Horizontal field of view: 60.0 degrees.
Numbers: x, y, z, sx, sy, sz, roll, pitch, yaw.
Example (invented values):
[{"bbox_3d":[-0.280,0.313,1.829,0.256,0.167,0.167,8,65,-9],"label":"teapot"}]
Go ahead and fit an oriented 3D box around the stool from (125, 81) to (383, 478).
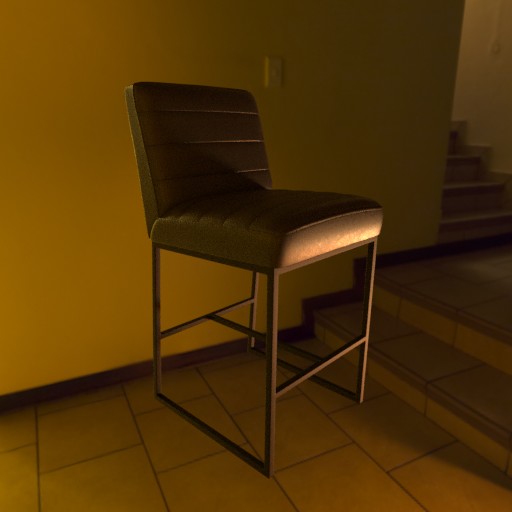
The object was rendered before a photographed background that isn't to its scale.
[{"bbox_3d":[0.000,0.000,1.264,0.552,0.938,0.457,15,22,41],"label":"stool"}]
